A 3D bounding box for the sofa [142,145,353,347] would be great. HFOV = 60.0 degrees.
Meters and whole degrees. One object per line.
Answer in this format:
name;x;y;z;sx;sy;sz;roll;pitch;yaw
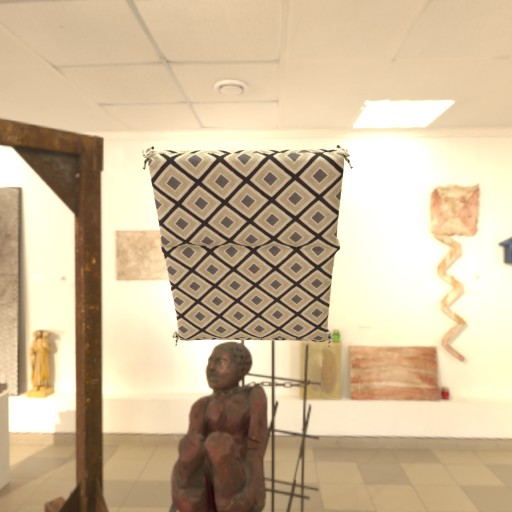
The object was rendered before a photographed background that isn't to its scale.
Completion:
sofa;0.000;0.000;1.960;0.582;0.622;1.663;0;1;2
